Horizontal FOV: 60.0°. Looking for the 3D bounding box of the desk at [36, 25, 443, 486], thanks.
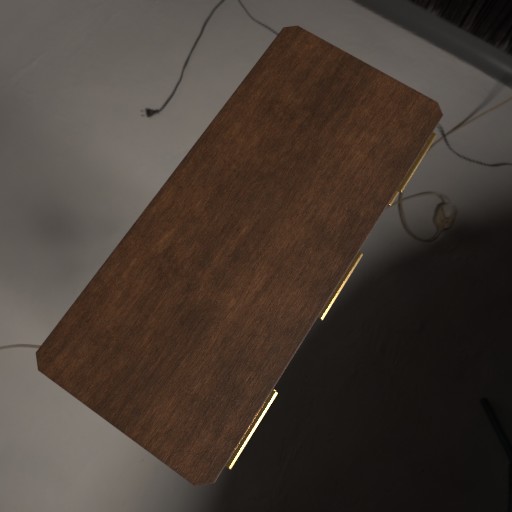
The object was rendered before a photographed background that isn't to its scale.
[{"bbox_3d":[0.000,0.000,1.819,0.684,0.762,1.479,33,78,8],"label":"desk"}]
